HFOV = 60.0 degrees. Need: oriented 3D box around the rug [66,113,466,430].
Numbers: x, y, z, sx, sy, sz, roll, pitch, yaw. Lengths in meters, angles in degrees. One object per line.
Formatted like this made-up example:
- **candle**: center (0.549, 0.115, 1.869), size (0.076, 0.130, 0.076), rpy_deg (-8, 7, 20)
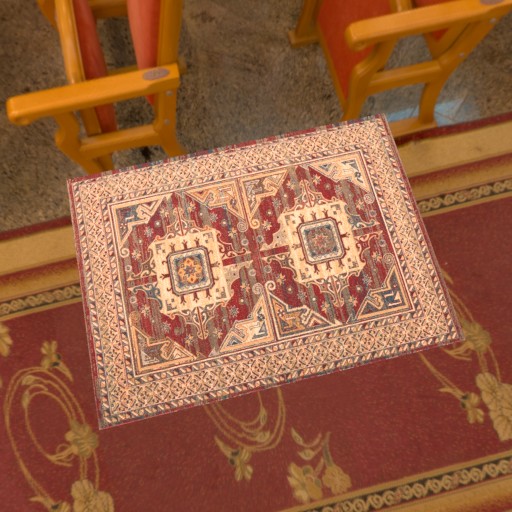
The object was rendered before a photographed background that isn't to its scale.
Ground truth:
- **rug**: center (0.000, 0.000, 2.803), size (2.210, 0.011, 1.599), rpy_deg (-13, 75, -4)
